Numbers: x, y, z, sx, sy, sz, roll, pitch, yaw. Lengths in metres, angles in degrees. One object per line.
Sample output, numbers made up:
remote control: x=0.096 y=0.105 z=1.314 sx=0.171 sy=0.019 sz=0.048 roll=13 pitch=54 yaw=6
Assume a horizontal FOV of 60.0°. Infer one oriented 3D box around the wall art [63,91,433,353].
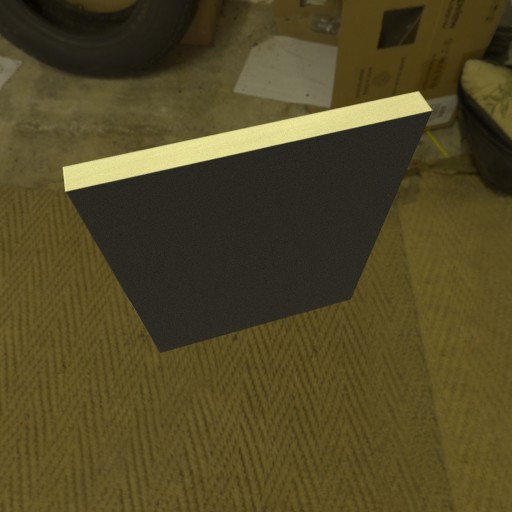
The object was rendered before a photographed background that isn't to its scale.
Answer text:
wall art: x=0.000 y=0.000 z=0.838 sx=0.489 sy=0.608 sz=0.040 roll=-14 pitch=61 yaw=-8
